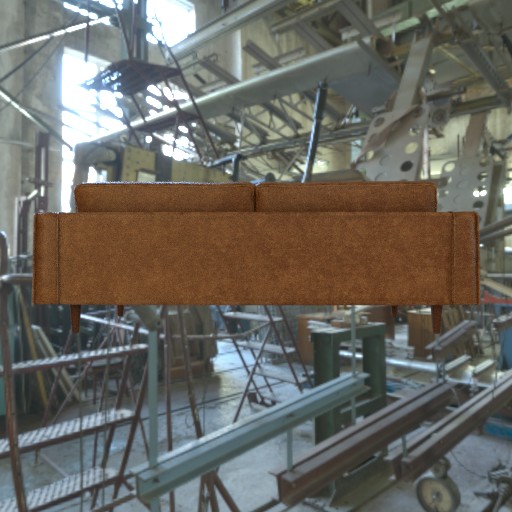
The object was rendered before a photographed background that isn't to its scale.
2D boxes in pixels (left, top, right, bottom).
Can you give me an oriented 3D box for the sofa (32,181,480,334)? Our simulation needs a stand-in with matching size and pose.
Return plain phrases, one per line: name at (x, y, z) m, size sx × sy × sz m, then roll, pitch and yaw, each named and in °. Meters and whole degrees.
sofa at (0.000, 0.000, 2.564) m, size 2.199 × 0.779 × 0.886 m, roll 0°, pitch -1°, yaw 1°
